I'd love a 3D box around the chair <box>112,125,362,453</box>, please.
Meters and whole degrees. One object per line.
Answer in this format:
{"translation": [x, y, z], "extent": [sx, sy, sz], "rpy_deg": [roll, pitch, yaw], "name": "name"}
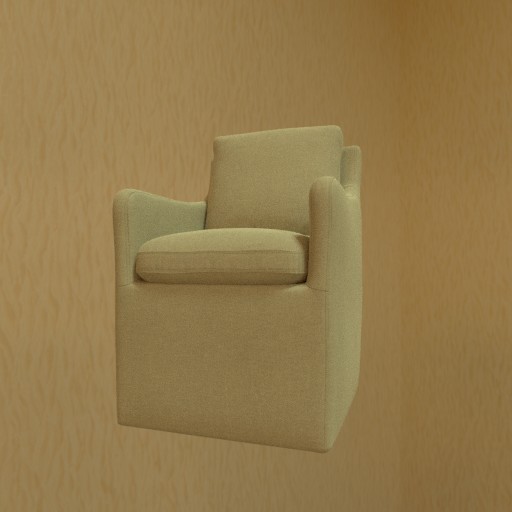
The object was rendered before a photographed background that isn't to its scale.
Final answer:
{"translation": [0.000, 0.000, 1.402], "extent": [0.626, 0.914, 0.694], "rpy_deg": [0, -1, 19], "name": "chair"}
